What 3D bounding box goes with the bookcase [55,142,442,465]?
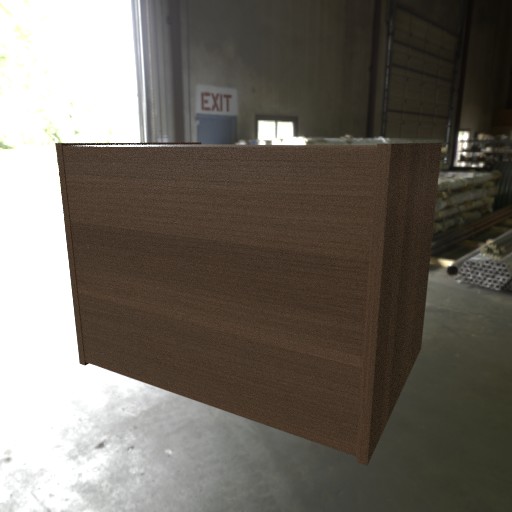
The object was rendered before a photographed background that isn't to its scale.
[{"bbox_3d":[0.000,0.000,0.616,0.415,0.305,0.290,8,17,29],"label":"bookcase"}]
